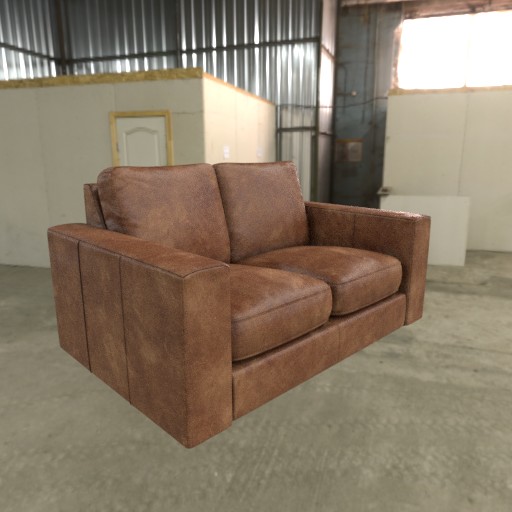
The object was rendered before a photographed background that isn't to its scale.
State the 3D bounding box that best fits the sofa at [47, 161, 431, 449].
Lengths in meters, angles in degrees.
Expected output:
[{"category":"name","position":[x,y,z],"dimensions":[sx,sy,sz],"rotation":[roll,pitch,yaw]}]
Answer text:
[{"category":"sofa","position":[0.000,0.000,2.202],"dimensions":[1.626,0.889,1.041],"rotation":[-13,19,-43]}]
